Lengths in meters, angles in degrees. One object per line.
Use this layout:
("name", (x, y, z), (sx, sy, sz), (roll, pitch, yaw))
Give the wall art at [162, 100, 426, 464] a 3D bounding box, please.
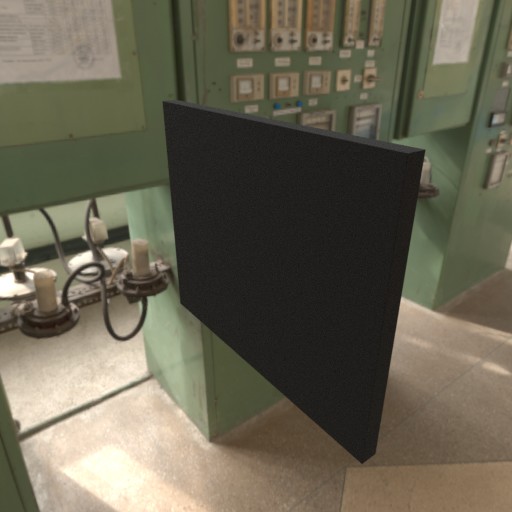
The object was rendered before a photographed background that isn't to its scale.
("wall art", (0.000, 0.000, 0.761), (0.031, 0.457, 0.558), (-18, 31, -33))
